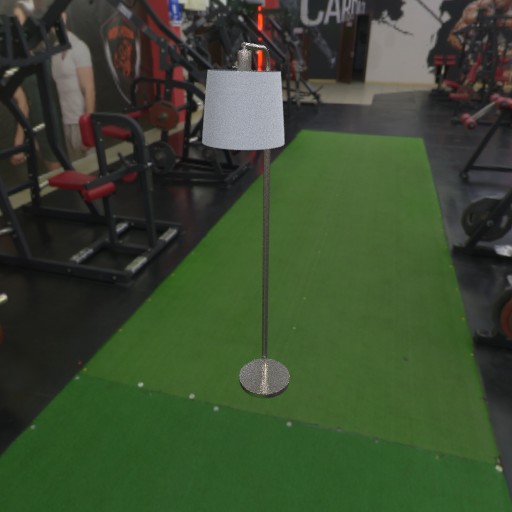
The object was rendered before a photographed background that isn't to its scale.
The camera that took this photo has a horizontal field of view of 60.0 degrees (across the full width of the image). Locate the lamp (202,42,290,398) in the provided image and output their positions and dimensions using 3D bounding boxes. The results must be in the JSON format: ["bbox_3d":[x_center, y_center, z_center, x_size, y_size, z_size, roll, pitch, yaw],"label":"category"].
[{"bbox_3d":[0.000,0.000,1.695,0.254,1.478,0.508,9,29,16],"label":"lamp"}]
